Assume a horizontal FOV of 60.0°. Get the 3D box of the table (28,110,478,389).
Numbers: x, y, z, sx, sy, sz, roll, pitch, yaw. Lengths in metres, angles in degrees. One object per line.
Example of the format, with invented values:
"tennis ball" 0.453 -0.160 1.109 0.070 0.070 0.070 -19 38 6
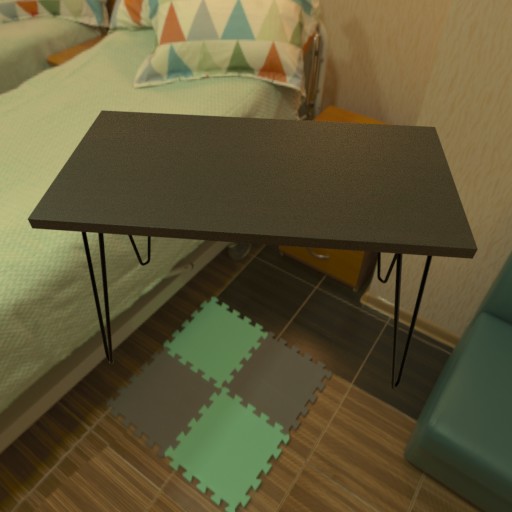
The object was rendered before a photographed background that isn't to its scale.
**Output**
"table" 0.000 0.000 1.380 0.991 0.660 0.499 4 46 4
